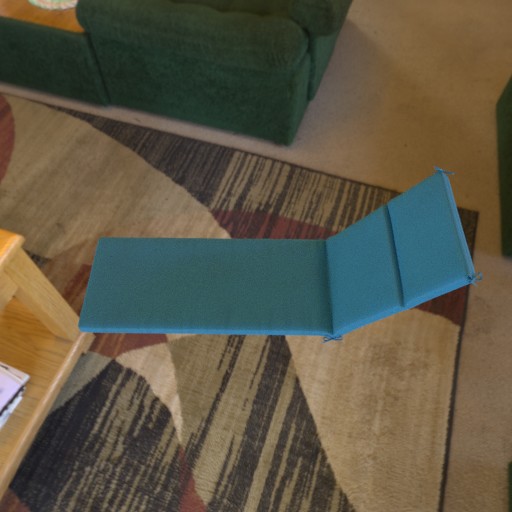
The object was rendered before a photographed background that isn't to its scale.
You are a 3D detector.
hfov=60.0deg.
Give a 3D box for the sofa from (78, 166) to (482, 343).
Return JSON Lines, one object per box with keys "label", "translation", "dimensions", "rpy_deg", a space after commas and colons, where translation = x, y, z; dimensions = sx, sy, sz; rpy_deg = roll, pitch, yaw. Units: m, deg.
{"label": "sofa", "translation": [0.000, 0.000, 1.979], "dimensions": [1.663, 0.622, 0.582], "rpy_deg": [1, 58, 0]}
